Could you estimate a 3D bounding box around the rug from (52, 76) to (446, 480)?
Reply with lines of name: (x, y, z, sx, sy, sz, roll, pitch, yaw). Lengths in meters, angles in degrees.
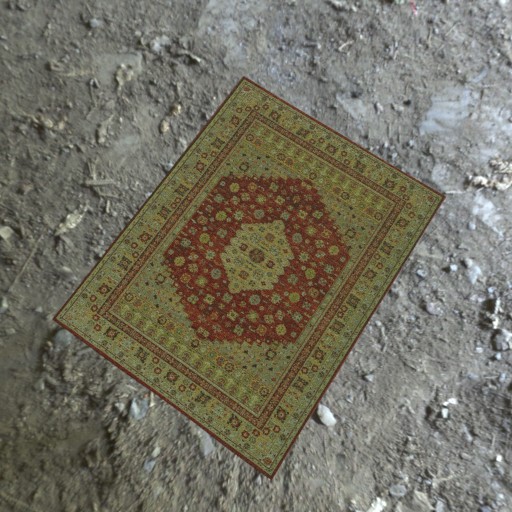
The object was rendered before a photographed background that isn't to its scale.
rug: (0.000, 0.000, 4.152, 2.387, 0.013, 3.053, 33, 79, 8)
